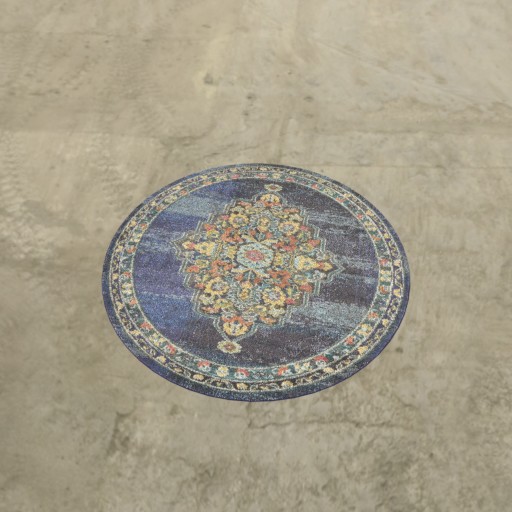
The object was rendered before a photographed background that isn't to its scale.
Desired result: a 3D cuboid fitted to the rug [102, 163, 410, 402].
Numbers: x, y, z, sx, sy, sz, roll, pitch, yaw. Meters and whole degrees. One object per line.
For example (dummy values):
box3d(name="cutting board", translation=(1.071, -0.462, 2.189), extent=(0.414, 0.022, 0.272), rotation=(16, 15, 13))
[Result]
box3d(name="rug", translation=(0.000, 0.000, 3.513), extent=(2.386, 0.014, 2.386), rotation=(0, 49, 0))
